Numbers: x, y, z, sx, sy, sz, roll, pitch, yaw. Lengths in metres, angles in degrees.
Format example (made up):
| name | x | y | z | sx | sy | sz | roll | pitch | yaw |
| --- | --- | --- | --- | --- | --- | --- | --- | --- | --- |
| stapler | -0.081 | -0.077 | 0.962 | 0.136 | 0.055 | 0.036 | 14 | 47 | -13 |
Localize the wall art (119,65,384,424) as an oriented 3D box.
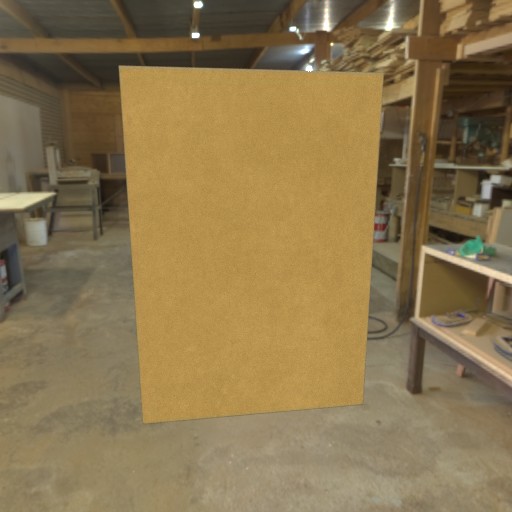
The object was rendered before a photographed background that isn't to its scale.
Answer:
| name | x | y | z | sx | sy | sz | roll | pitch | yaw |
| --- | --- | --- | --- | --- | --- | --- | --- | --- | --- |
| wall art | 0.000 | 0.000 | 0.582 | 0.314 | 0.455 | 0.019 | -2 | 14 | -8 |
